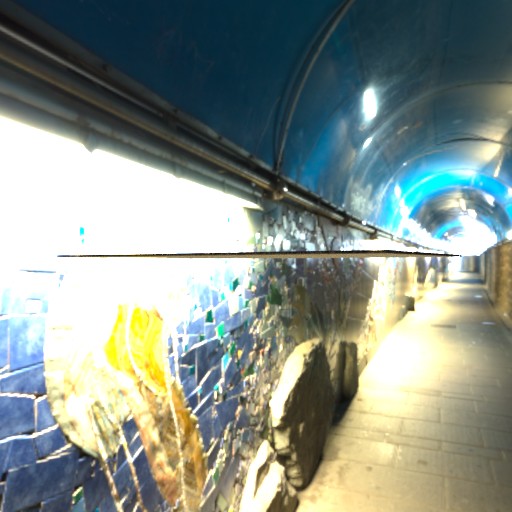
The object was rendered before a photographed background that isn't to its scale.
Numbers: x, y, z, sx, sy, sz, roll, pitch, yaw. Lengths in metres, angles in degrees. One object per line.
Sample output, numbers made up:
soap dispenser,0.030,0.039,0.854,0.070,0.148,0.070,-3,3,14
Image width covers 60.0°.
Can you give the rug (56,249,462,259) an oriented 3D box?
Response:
rug,0.000,0.000,2.269,1.752,0.013,1.158,-1,-1,35
